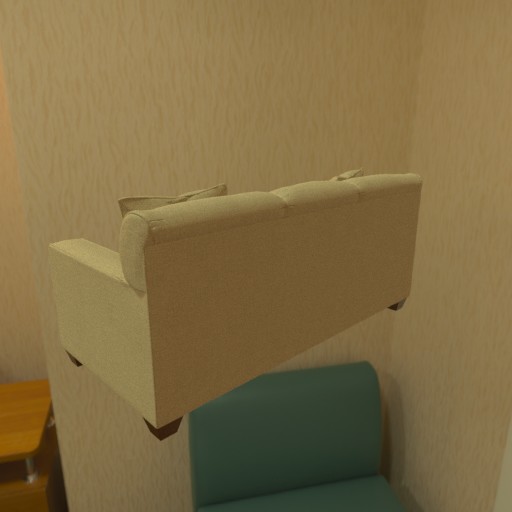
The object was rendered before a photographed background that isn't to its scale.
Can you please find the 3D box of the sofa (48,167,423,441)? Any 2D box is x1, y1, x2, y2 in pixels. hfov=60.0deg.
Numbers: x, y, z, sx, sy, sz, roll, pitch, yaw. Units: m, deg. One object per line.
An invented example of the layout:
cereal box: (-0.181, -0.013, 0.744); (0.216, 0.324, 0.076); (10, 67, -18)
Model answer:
sofa: (0.000, 0.000, 2.581); (2.024, 0.958, 0.997); (-15, 22, -42)
